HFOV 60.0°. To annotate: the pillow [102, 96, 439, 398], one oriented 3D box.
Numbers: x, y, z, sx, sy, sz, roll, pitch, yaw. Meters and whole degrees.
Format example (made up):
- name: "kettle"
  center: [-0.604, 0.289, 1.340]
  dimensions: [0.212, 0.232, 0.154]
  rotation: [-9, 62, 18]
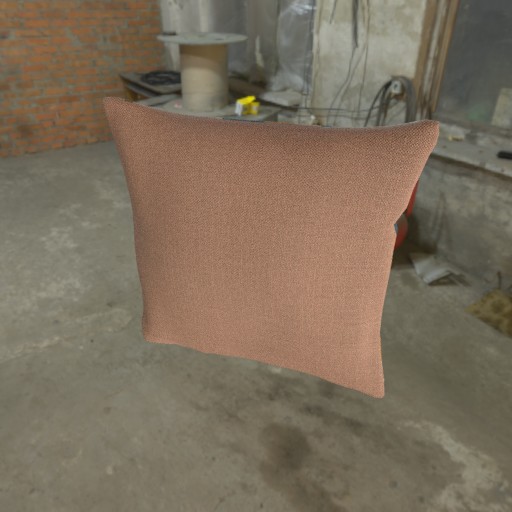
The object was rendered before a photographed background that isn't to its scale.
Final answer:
- name: "pillow"
  center: [0.000, 0.000, 0.727]
  dimensions: [0.478, 0.479, 0.158]
  rotation: [10, 32, 16]
